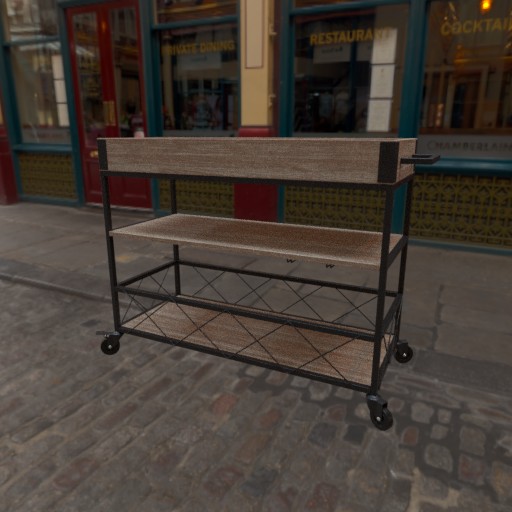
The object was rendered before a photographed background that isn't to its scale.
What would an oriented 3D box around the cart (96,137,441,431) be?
[{"bbox_3d":[0.000,0.000,1.536,1.101,0.787,0.500,7,17,25],"label":"cart"}]
